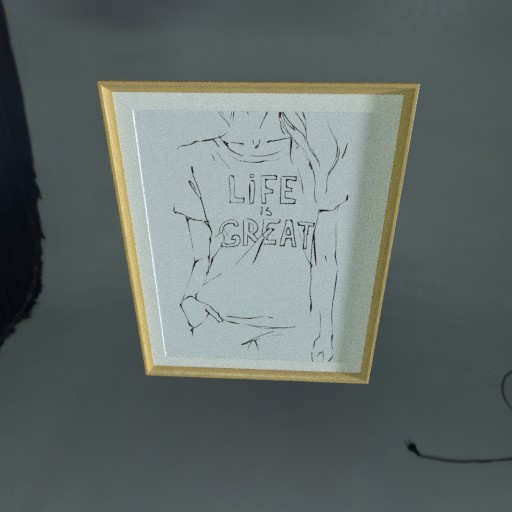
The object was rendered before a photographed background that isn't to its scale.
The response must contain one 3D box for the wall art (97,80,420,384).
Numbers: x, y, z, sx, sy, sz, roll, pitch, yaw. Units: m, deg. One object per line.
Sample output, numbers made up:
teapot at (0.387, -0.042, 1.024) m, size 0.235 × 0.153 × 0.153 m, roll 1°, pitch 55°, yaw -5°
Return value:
wall art at (0.000, 0.000, 1.355) m, size 0.798 × 1.002 × 0.030 m, roll 2°, pitch 30°, yaw 3°
